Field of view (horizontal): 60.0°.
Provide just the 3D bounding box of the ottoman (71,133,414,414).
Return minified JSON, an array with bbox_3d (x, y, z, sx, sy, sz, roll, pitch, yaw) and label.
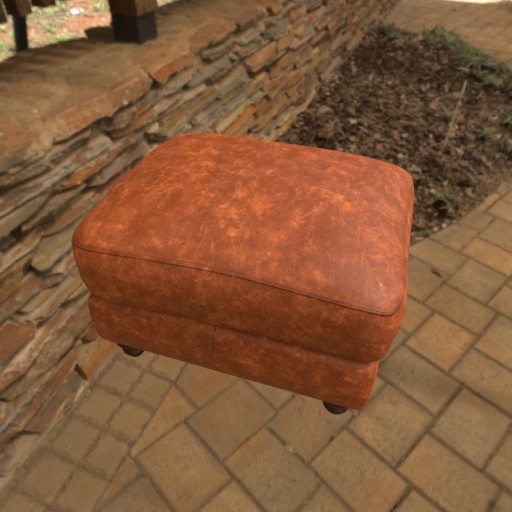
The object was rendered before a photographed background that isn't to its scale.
[{"bbox_3d":[0.000,0.000,1.322,0.832,0.562,0.657,12,42,13],"label":"ottoman"}]
